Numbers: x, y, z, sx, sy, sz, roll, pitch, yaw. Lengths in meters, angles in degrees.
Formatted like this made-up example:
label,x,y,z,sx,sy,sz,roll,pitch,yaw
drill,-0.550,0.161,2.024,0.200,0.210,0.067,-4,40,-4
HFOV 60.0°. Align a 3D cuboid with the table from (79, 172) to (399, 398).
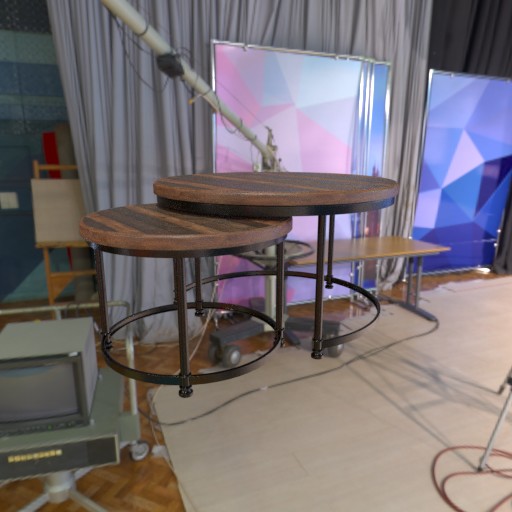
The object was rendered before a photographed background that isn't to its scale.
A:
label,x,y,z,sx,sy,sz,roll,pitch,yaw
table,0.000,0.000,1.567,0.870,0.516,1.152,8,16,28
